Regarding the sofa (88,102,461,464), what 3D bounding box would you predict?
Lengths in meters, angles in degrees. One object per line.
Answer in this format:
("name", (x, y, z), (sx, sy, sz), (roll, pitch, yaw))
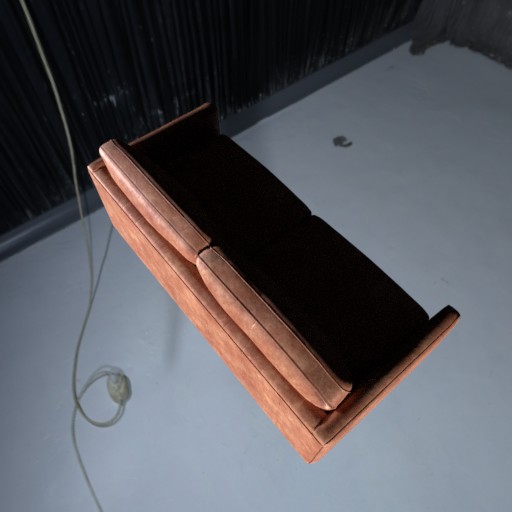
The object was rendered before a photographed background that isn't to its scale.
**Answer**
("sofa", (0.000, 0.000, 2.491), (0.923, 0.863, 1.971), (-35, 64, -20))
